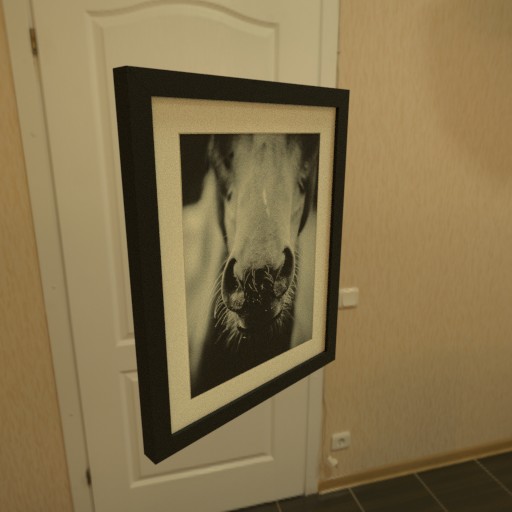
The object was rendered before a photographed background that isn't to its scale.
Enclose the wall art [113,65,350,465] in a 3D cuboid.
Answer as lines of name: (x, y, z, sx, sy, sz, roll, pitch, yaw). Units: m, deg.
wall art: (0.000, 0.000, 0.758, 0.457, 0.559, 0.033, -15, 22, -42)
